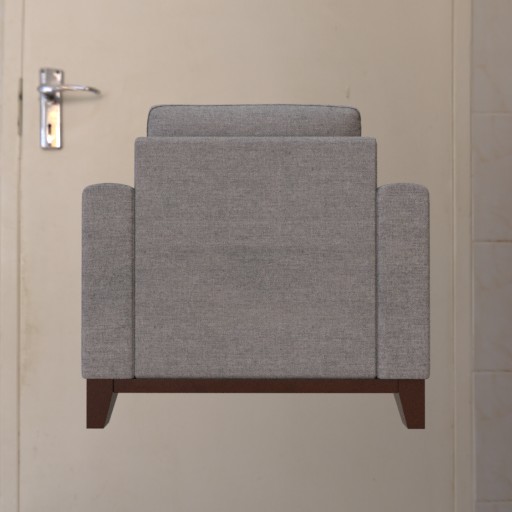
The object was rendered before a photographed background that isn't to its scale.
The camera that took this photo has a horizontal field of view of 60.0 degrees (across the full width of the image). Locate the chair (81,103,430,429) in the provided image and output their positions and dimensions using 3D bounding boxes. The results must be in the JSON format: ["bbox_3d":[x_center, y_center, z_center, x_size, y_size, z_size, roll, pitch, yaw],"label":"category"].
[{"bbox_3d":[0.000,0.000,1.805,1.024,1.010,1.038,0,0,0],"label":"chair"}]
